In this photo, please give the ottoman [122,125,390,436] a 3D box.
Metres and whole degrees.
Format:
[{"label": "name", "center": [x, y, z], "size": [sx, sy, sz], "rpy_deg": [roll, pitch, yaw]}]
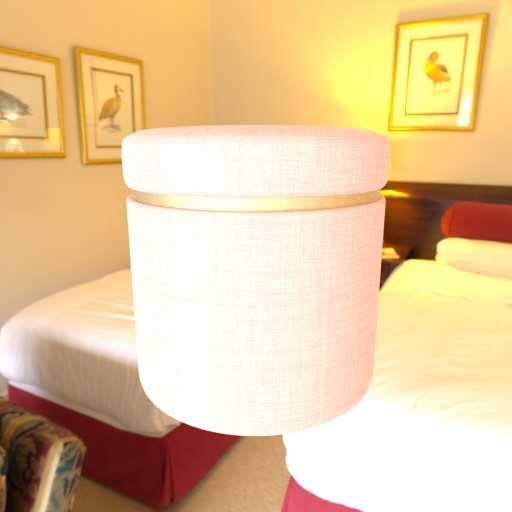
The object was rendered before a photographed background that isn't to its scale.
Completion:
[{"label": "ottoman", "center": [0.000, 0.000, 0.728], "size": [0.400, 0.406, 0.400], "rpy_deg": [0, 14, 0]}]
